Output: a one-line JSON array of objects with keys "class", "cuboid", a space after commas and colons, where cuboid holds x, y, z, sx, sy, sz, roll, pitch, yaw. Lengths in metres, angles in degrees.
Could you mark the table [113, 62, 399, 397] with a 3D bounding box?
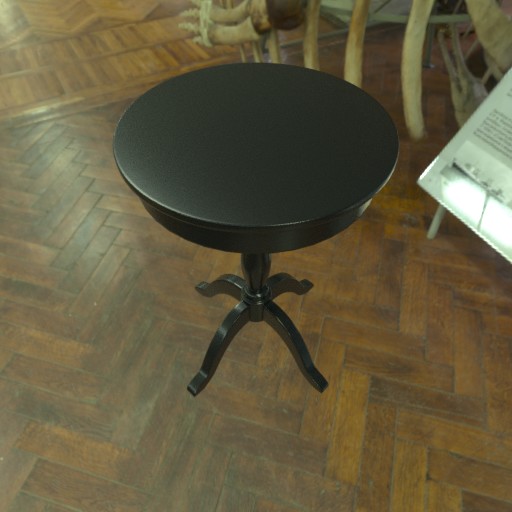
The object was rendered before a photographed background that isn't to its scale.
[{"class": "table", "cuboid": [0.000, 0.000, 1.001, 0.481, 0.665, 0.481, 0, 49, 0]}]
